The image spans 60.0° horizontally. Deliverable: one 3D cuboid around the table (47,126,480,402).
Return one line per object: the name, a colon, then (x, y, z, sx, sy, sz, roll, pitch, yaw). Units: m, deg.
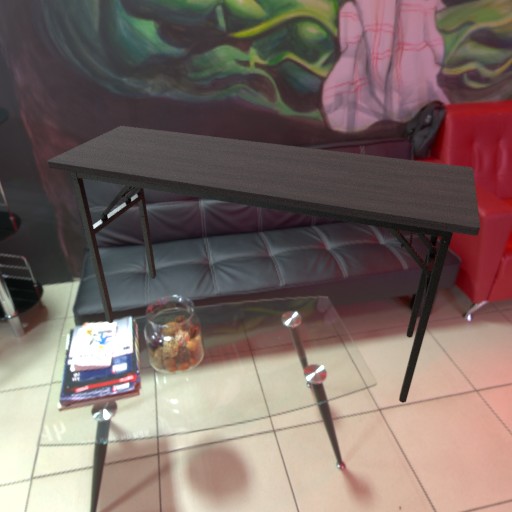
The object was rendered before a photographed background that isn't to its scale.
table: (0.000, 0.000, 1.726, 1.399, 0.750, 0.449, 11, 34, 17)
